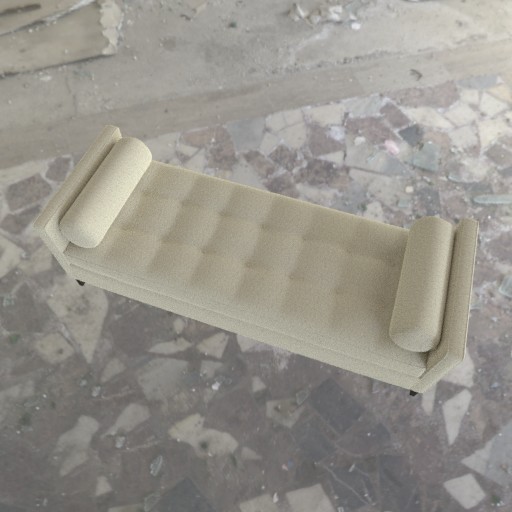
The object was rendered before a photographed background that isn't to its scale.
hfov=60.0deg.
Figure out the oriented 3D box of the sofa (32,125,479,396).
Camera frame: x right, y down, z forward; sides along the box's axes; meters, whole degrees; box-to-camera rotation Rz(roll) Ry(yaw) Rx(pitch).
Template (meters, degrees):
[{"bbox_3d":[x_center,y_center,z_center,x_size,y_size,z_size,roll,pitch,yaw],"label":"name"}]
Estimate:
[{"bbox_3d":[0.000,0.000,2.326,1.985,0.641,0.746,17,60,10],"label":"sofa"}]
